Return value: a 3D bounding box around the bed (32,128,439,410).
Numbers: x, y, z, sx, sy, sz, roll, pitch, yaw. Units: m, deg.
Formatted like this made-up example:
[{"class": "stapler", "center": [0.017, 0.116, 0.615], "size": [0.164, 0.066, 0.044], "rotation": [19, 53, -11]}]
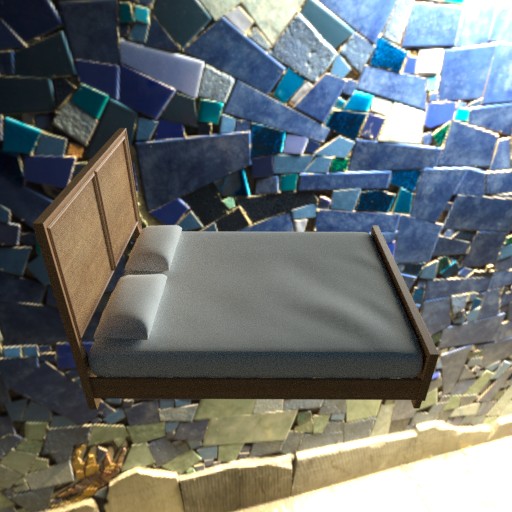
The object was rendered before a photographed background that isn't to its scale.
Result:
[{"class": "bed", "center": [0.000, 0.000, 3.218], "size": [2.184, 1.387, 1.606], "rotation": [0, 32, 0]}]
